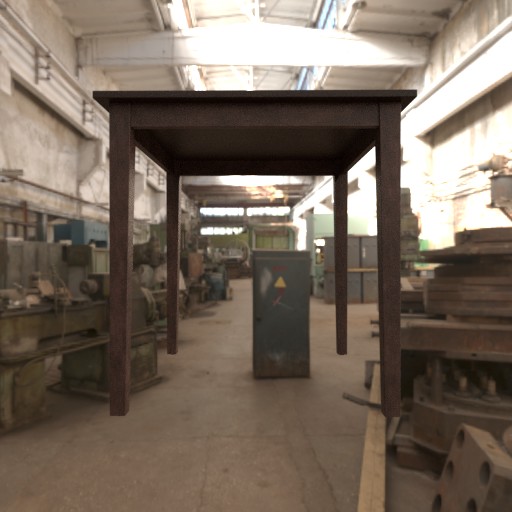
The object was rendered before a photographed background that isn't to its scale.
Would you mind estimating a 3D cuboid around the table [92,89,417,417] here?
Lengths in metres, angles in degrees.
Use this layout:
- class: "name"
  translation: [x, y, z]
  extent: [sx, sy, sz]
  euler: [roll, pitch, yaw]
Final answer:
- class: "table"
  translation: [0.000, 0.000, 1.398]
  extent: [0.749, 0.770, 0.749]
  euler: [0, 0, 1]
